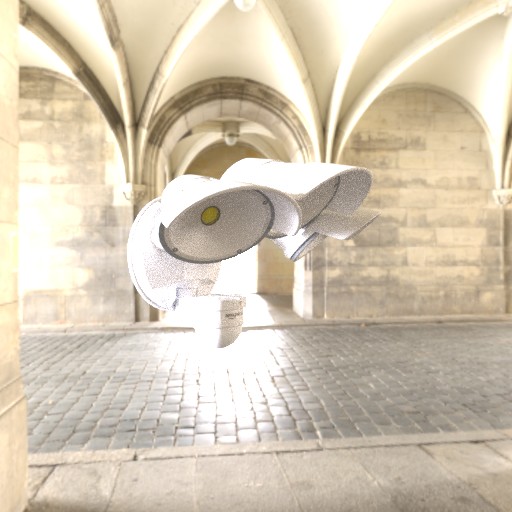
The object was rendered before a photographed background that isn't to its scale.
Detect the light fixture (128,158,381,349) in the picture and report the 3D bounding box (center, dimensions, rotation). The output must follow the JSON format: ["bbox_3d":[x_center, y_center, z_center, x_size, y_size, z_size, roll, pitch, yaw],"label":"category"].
[{"bbox_3d":[0.000,0.000,0.536,0.278,0.237,0.369,0,0,36],"label":"light fixture"}]
